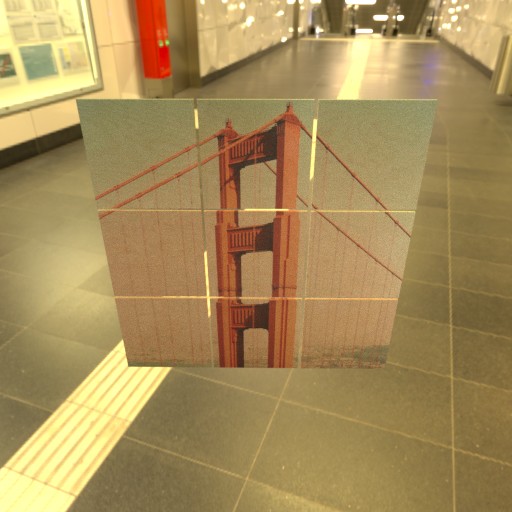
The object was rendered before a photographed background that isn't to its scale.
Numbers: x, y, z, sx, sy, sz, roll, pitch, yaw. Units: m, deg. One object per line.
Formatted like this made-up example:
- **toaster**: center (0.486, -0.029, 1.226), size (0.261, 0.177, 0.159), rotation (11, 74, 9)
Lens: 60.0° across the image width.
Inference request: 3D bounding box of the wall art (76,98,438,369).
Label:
- **wall art**: center (0.000, 0.000, 1.797), size (1.214, 1.219, 0.013), rotation (0, 30, 1)
